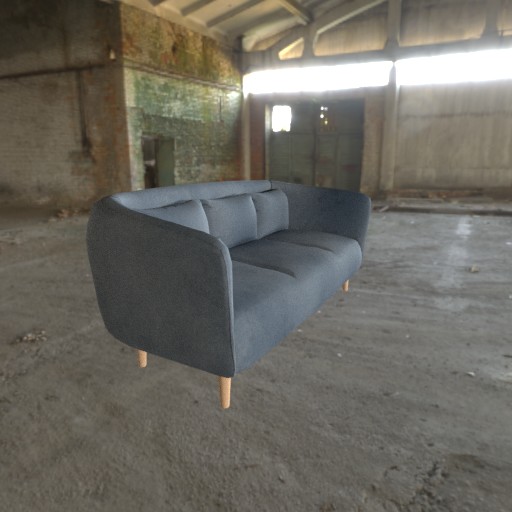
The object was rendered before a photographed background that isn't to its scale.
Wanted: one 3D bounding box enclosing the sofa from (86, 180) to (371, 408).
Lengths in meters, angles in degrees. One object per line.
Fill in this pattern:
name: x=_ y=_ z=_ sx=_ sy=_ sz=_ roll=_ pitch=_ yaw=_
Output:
sofa: x=0.000 y=0.000 z=2.500 sx=0.849 sy=0.795 sz=2.095 roll=6 pitch=14 yaw=26
